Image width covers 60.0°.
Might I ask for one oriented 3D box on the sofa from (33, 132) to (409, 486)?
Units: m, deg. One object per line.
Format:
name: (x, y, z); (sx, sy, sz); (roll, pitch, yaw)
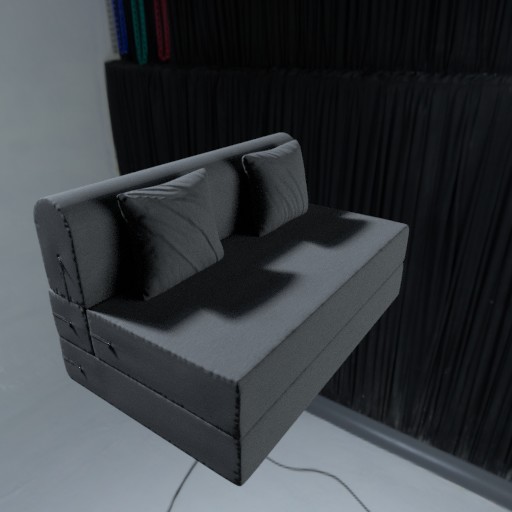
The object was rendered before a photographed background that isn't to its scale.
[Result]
sofa: (0.000, 0.000, 1.649); (0.762, 0.670, 1.225); (17, 30, 31)
